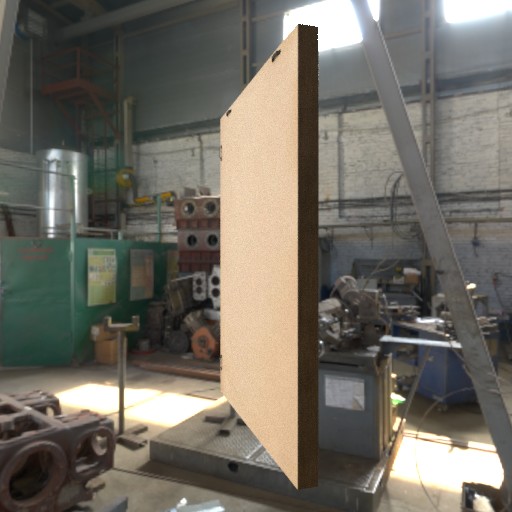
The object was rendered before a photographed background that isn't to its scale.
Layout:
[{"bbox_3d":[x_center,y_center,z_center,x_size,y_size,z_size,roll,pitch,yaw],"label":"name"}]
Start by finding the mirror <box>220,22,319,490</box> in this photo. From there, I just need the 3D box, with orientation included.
[{"bbox_3d":[0.000,0.000,0.919,0.040,0.710,0.507,0,0,-18],"label":"mirror"}]
